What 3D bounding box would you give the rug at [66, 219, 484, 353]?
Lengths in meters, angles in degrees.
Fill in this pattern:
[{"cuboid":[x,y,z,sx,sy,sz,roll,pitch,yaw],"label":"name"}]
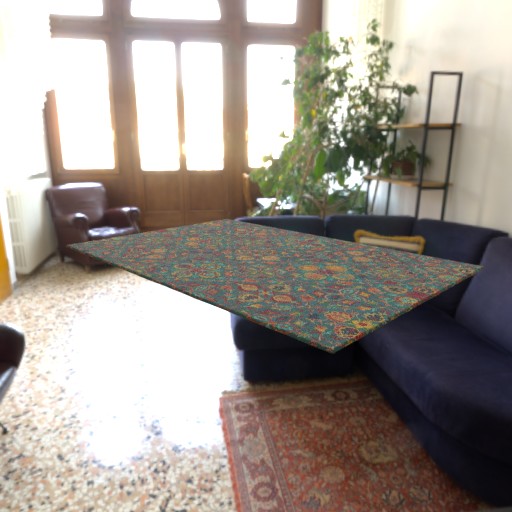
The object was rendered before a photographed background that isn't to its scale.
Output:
[{"cuboid":[0.000,0.000,2.302,1.836,0.014,1.216,14,20,43],"label":"rug"}]
